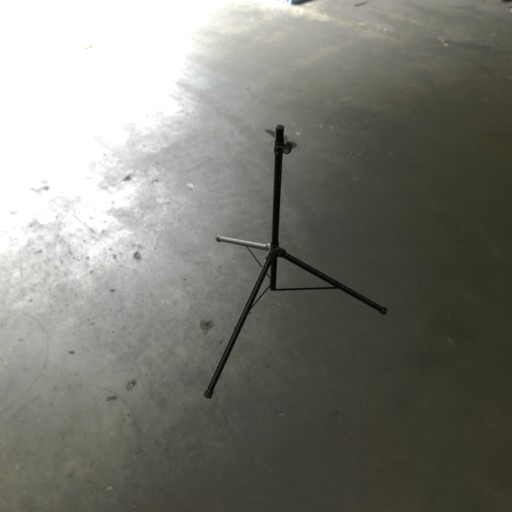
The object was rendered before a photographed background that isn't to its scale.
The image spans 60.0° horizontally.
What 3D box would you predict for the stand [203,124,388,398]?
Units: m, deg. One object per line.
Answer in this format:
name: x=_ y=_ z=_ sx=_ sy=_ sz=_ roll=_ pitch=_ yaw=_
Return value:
stand: x=0.000 y=0.000 z=2.788 sx=1.596 sy=1.595 sz=1.339 roll=25 pitch=52 yaw=21
